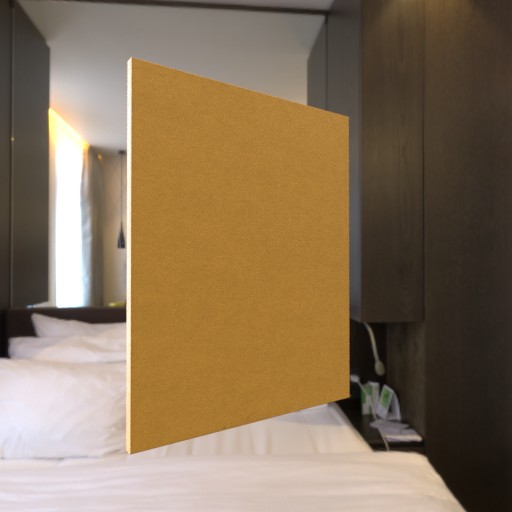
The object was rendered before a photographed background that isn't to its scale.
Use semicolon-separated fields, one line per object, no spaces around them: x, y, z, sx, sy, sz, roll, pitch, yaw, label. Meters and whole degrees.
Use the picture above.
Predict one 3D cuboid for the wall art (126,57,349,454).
0.000;0.000;1.362;0.798;1.002;0.030;0;-1;-36;wall art
